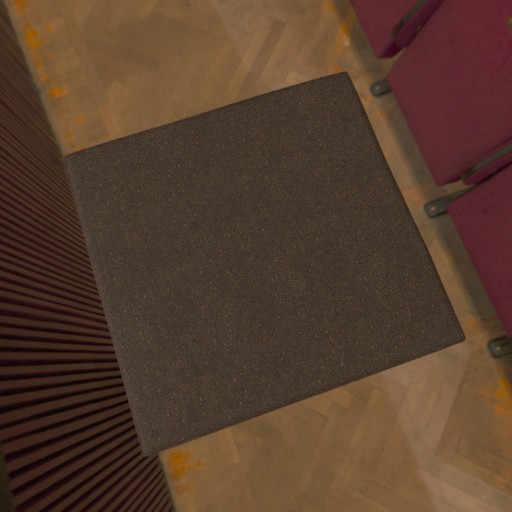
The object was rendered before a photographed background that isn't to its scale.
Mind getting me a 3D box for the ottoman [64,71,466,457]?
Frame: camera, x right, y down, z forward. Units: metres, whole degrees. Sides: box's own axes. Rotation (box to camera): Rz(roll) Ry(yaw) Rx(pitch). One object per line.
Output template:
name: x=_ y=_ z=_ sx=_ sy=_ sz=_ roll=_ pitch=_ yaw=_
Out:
ottoman: x=0.000 y=0.000 z=1.534 sx=1.004 sy=0.382 sz=0.968 roll=-19 pitch=78 yaw=-4
